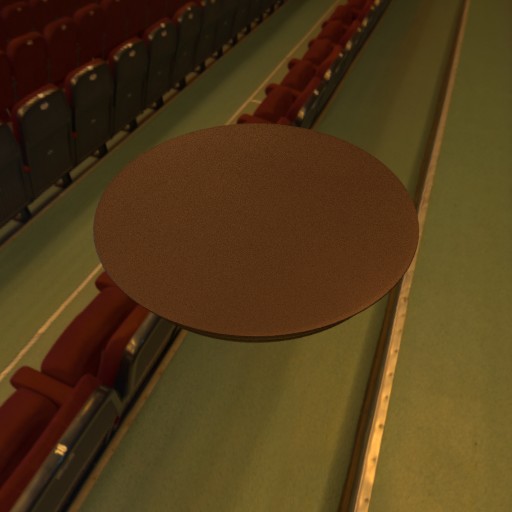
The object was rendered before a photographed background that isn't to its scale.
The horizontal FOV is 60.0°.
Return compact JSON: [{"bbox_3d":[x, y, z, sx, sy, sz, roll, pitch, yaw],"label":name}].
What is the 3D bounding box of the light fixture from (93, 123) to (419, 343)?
[{"bbox_3d":[0.000,0.000,0.440,0.280,0.135,0.280,0,46,0],"label":"light fixture"}]
